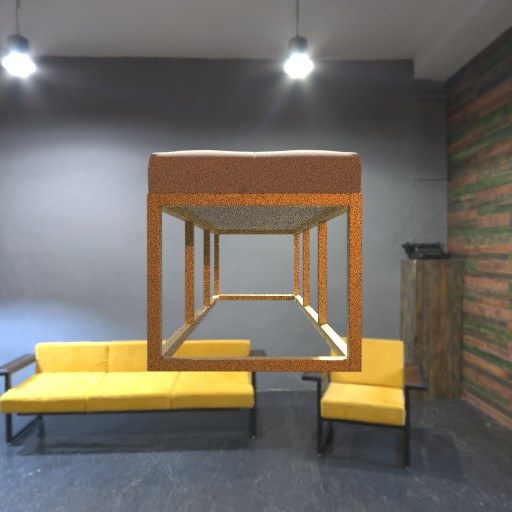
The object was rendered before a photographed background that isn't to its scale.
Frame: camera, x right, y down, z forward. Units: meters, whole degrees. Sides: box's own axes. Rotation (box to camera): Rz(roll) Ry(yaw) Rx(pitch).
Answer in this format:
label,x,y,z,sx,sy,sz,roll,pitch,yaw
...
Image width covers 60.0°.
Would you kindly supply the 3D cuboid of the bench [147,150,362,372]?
label,x,y,z,sx,sy,sz,roll,pitch,yaw
bench,0.000,0.000,1.676,0.457,0.484,1.473,0,0,0
